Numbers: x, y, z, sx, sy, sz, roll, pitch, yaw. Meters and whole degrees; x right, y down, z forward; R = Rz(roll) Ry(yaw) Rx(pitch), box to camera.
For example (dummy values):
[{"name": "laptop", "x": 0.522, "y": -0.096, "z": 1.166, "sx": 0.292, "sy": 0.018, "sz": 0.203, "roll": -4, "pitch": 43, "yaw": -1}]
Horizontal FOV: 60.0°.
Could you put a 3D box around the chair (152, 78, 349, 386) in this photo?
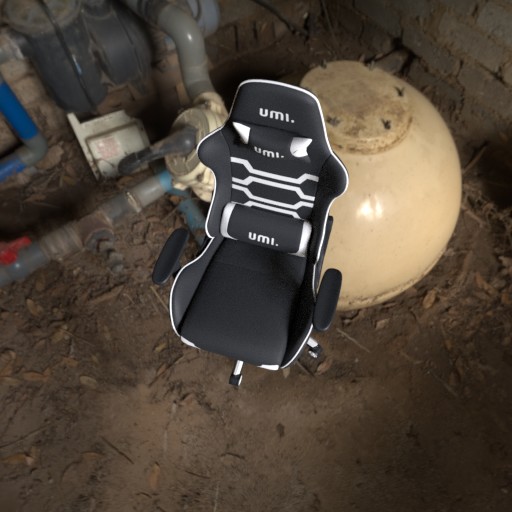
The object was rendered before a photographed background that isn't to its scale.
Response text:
[{"name": "chair", "x": 0.000, "y": 0.000, "z": 1.667, "sx": 0.700, "sy": 1.240, "sz": 0.700, "roll": 15, "pitch": 61, "yaw": 9}]
